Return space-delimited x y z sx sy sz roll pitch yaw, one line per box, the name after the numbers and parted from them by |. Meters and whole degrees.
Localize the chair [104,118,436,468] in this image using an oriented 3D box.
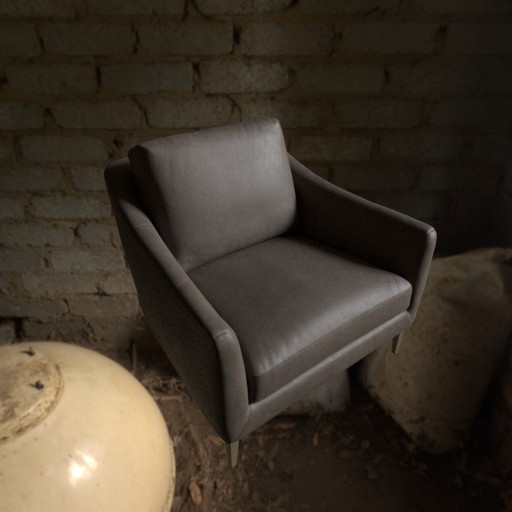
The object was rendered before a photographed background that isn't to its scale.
0.000 0.000 1.746 0.988 0.901 0.961 -22 37 -32 | chair
